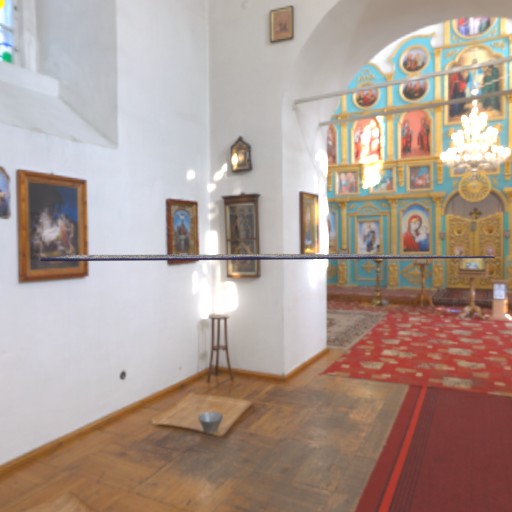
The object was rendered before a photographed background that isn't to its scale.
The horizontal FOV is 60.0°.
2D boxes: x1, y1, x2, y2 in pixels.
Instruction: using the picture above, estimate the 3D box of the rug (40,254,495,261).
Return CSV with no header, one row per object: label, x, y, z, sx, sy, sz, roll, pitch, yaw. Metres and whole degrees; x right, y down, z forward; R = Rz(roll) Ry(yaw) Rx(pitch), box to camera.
rug,0.000,0.000,2.184,1.781,0.012,1.184,0,1,-19
